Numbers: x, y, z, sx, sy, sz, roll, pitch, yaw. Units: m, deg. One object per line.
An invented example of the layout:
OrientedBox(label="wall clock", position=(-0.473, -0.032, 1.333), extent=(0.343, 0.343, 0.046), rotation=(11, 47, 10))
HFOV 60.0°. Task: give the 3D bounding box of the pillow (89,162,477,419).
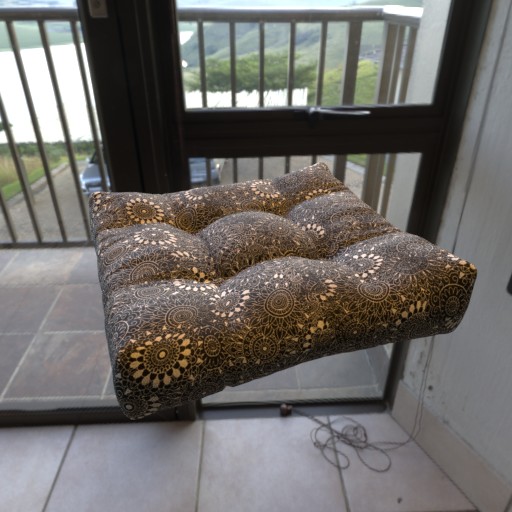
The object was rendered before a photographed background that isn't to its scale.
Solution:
OrientedBox(label="pillow", position=(0.000, 0.000, 0.718), extent=(0.490, 0.128, 0.468), rotation=(-11, 33, -17))
